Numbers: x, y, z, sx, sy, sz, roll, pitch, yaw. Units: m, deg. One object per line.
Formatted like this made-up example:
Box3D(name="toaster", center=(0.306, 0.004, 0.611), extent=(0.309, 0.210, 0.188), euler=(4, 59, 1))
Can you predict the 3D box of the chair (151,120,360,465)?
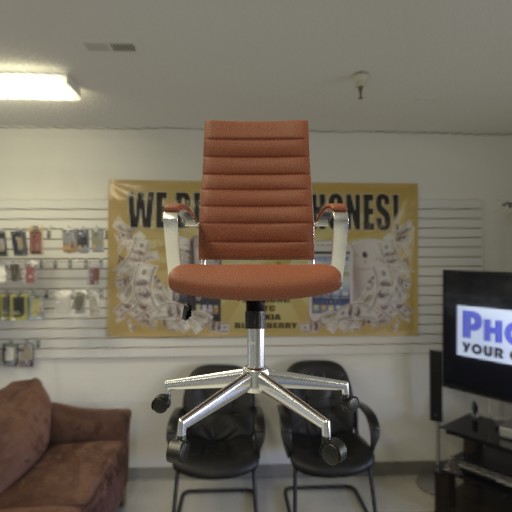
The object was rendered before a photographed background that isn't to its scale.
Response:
Box3D(name="chair", center=(0.000, 0.000, 1.562), extent=(0.766, 1.149, 0.739), euler=(0, 0, 0))
